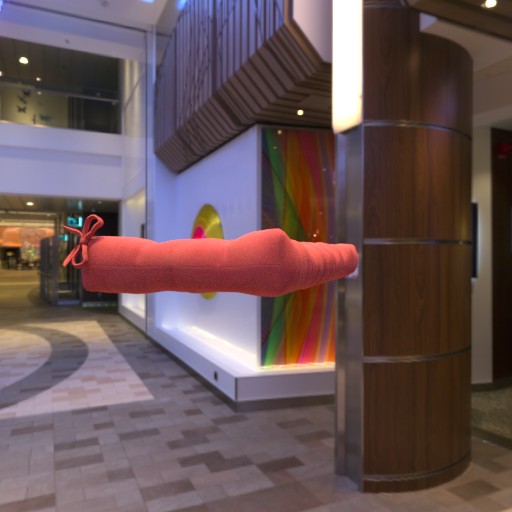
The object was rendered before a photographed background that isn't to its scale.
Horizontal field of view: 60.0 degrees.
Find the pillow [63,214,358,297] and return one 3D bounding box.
[{"bbox_3d":[0.000,0.000,1.369,0.511,0.174,1.194,0,0,19],"label":"pillow"}]
